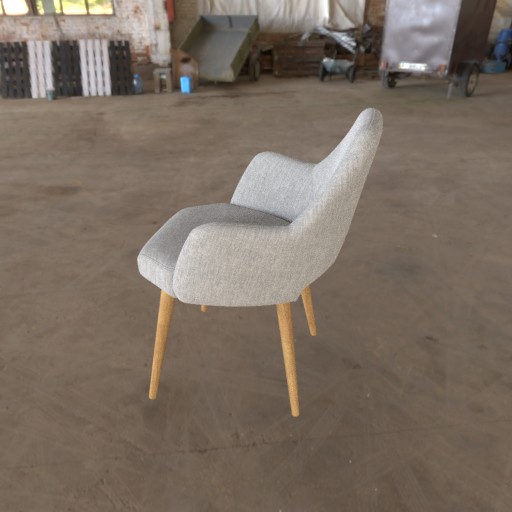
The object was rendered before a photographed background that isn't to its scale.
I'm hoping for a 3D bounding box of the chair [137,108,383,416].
[{"bbox_3d":[0.000,0.000,1.299,0.610,0.840,0.590,7,31,13],"label":"chair"}]
